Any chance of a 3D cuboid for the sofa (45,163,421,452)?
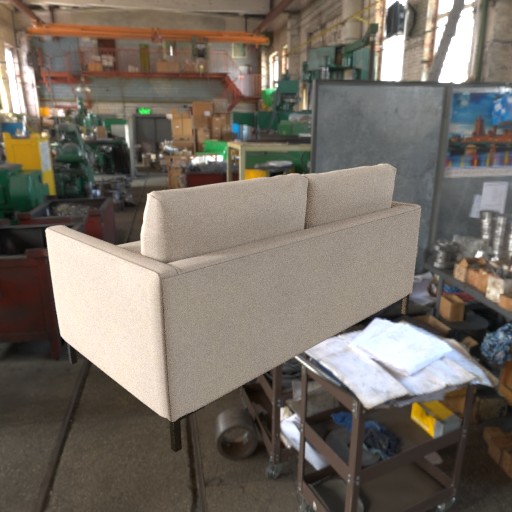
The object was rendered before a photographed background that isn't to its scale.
[{"bbox_3d":[0.000,0.000,2.163,0.875,0.840,1.682,16,22,43],"label":"sofa"}]
